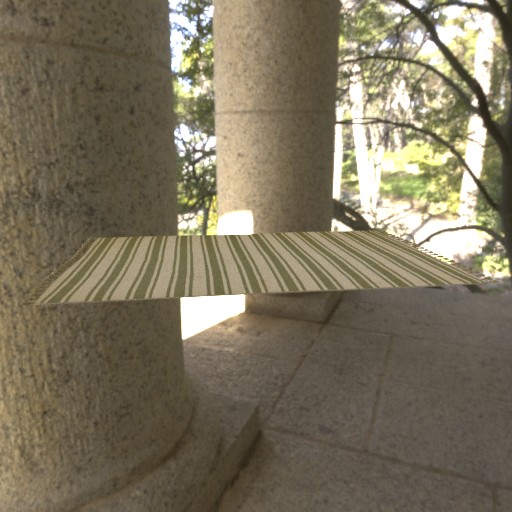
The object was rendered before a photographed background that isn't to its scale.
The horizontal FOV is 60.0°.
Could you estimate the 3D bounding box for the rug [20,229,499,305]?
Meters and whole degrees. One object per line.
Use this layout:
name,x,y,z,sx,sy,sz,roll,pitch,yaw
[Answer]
rug,0.000,0.000,2.248,1.875,0.013,1.162,-2,14,-8
